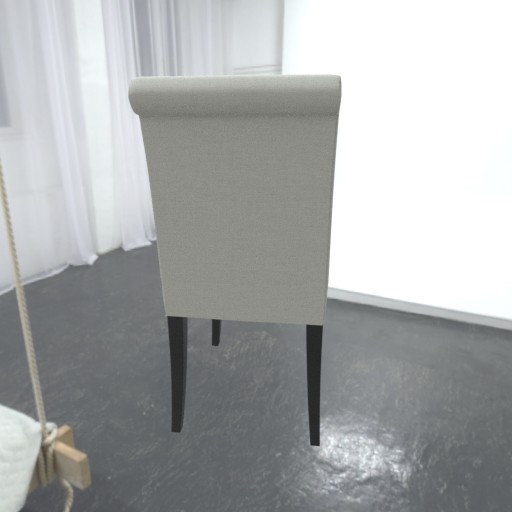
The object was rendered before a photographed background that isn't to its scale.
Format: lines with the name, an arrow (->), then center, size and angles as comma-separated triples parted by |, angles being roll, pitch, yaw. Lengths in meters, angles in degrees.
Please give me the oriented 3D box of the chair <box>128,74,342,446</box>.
chair -> 0.000, 0.000, 1.360 | 0.452, 0.976, 0.708 | 2, 17, 8
